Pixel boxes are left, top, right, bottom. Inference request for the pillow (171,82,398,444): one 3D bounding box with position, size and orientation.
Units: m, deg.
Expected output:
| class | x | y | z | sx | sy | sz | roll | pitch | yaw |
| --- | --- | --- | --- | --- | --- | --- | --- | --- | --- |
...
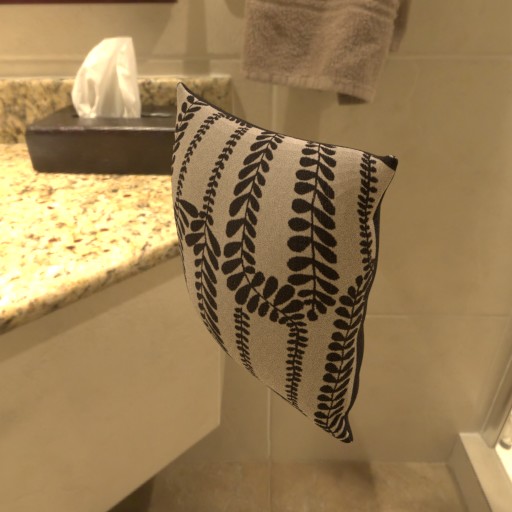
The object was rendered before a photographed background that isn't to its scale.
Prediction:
| class | x | y | z | sx | sy | sz | roll | pitch | yaw |
| --- | --- | --- | --- | --- | --- | --- | --- | --- | --- |
| pillow | 0.000 | 0.000 | 0.671 | 0.182 | 0.441 | 0.440 | -21 | 37 | -31 |
